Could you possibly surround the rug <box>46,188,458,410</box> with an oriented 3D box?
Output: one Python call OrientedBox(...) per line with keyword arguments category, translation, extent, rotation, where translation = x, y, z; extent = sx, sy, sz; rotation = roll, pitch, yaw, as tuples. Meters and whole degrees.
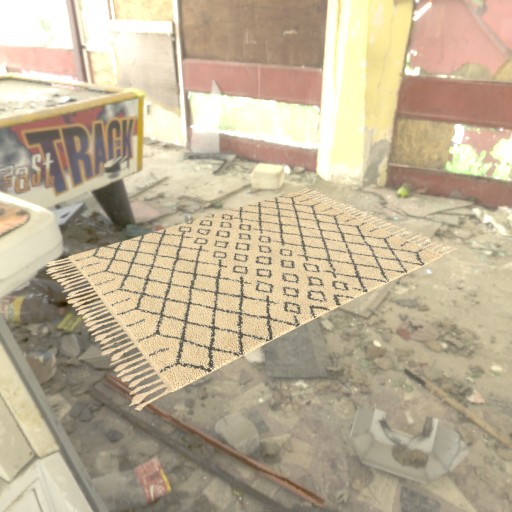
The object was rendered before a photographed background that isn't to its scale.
OrientedBox(category="rug", translation=(0.000, 0.000, 3.260), extent=(2.615, 0.029, 1.664), rotation=(-20, 35, -32))
